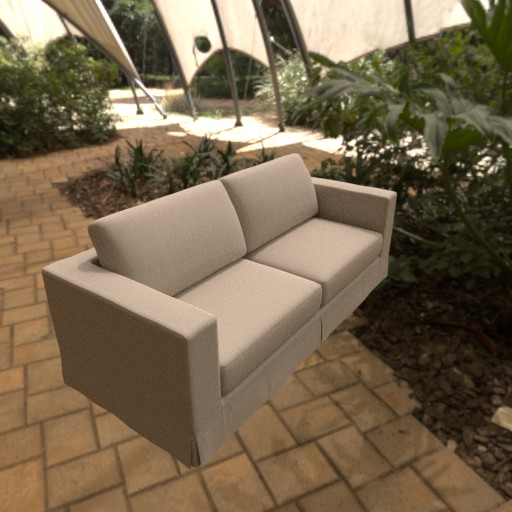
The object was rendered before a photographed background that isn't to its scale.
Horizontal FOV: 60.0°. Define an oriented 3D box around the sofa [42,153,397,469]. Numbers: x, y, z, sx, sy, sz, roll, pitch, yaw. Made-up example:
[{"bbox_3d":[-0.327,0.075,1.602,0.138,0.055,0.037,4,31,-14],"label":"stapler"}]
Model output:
[{"bbox_3d":[0.000,0.000,2.671,0.954,0.881,2.163,17,30,32],"label":"sofa"}]
